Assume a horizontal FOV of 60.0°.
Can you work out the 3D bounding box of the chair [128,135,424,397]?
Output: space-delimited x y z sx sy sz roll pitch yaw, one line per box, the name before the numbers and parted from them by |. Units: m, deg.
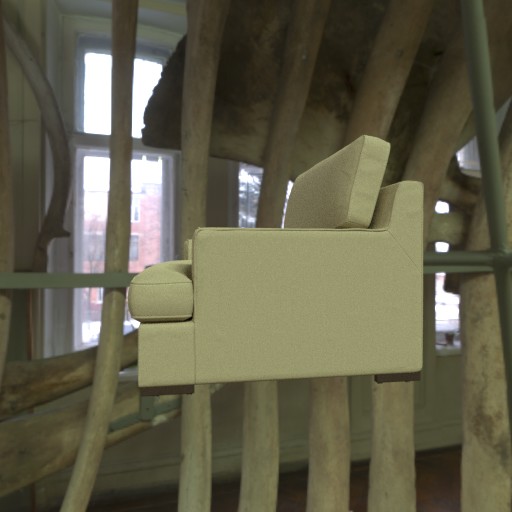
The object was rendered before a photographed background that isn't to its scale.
chair | 0.000 0.000 2.218 1.274 1.005 1.293 0 0 -19
